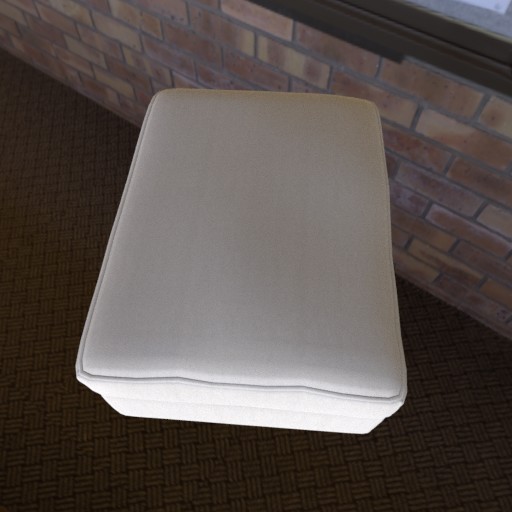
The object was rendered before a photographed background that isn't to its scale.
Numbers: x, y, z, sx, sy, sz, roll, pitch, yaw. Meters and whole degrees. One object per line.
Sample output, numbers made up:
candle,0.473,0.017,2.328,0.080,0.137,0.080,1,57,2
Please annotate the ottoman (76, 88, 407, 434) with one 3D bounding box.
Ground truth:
ottoman,0.000,0.000,1.167,0.634,0.496,0.818,4,59,2
